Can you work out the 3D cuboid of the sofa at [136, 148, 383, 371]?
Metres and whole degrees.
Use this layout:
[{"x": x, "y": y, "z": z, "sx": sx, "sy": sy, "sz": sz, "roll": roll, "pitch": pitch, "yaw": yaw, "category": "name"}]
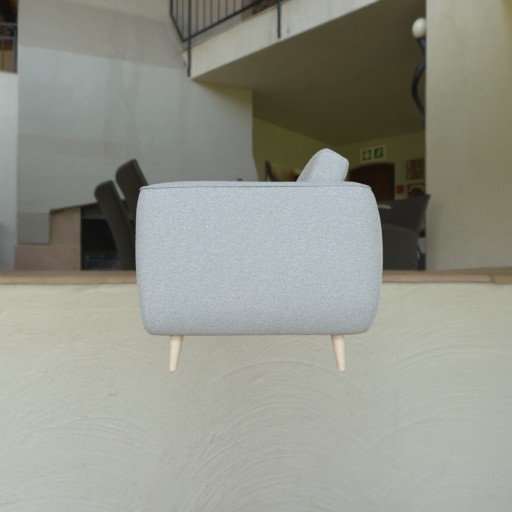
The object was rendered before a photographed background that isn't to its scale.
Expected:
[{"x": 0.000, "y": 0.000, "z": 2.479, "sx": 0.920, "sy": 0.850, "sz": 2.000, "roll": 0, "pitch": 0, "yaw": -1, "category": "sofa"}]
